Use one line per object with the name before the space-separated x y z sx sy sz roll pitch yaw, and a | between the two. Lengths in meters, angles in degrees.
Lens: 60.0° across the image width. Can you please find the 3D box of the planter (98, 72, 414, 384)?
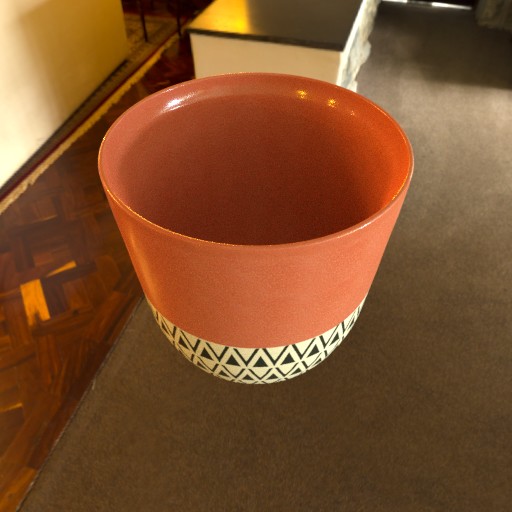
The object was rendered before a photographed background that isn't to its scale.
planter | 0.000 0.000 0.358 0.195 0.214 0.195 0 46 0
